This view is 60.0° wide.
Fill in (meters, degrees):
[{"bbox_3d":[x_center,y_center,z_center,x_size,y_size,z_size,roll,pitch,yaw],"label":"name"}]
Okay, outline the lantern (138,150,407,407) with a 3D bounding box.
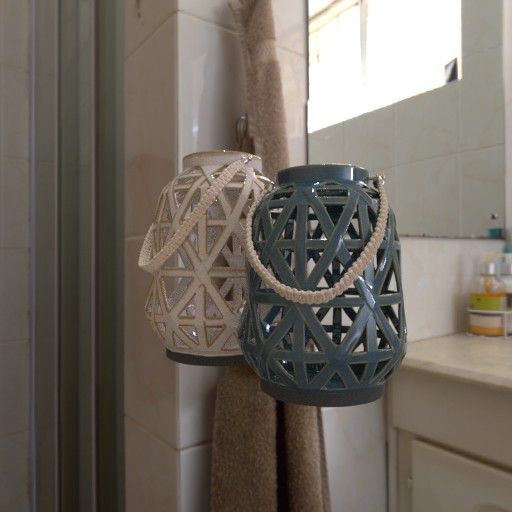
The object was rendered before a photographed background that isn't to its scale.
[{"bbox_3d":[0.000,0.000,0.612,0.245,0.307,0.439,0,-1,-35],"label":"lantern"}]
